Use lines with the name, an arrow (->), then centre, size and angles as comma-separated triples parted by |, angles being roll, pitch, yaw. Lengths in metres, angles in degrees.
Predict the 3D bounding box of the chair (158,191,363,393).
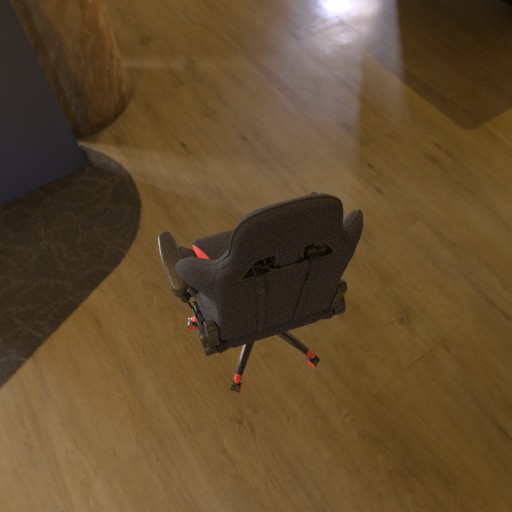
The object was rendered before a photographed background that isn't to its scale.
chair -> 0.000, 0.000, 1.710 | 0.695, 1.326, 0.658 | -16, 61, -9
